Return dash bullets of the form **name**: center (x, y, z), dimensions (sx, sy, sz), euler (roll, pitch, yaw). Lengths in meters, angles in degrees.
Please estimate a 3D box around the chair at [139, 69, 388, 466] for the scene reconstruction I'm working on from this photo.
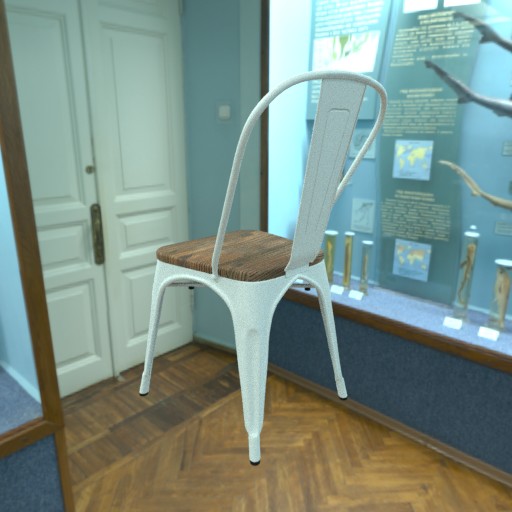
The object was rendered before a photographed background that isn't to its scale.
- **chair**: center (0.000, 0.000, 1.149), dimensions (0.521, 0.851, 0.452), euler (15, 22, 43)
